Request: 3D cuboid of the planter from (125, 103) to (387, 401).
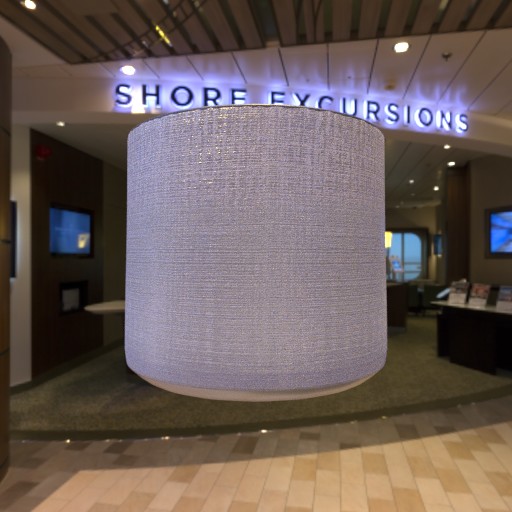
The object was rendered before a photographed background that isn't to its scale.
[{"bbox_3d":[0.000,0.000,0.221,0.125,0.112,0.125,0,0,0],"label":"planter"}]
